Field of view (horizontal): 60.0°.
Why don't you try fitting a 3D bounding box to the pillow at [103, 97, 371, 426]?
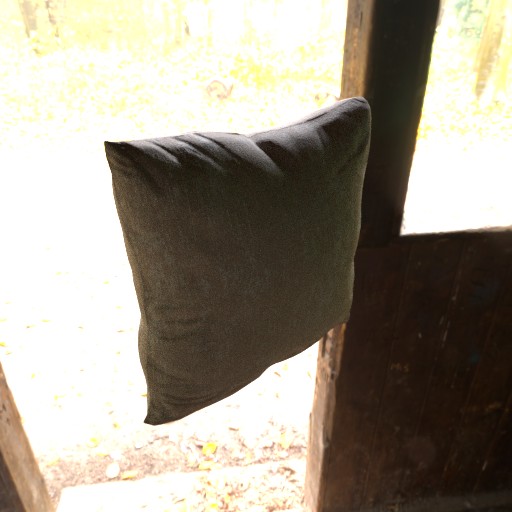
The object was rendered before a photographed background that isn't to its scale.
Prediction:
[{"bbox_3d":[0.000,0.000,0.712,0.450,0.448,0.245,-20,34,-32],"label":"pillow"}]
